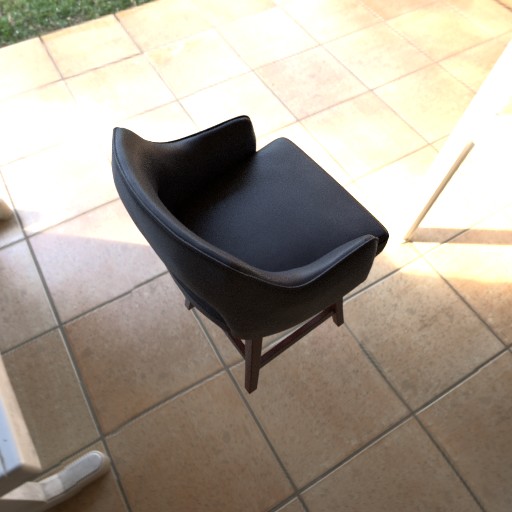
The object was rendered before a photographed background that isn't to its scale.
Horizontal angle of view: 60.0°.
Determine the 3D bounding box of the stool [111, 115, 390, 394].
[{"bbox_3d":[0.000,0.000,1.280,0.560,0.936,0.550,-33,64,-18],"label":"stool"}]
